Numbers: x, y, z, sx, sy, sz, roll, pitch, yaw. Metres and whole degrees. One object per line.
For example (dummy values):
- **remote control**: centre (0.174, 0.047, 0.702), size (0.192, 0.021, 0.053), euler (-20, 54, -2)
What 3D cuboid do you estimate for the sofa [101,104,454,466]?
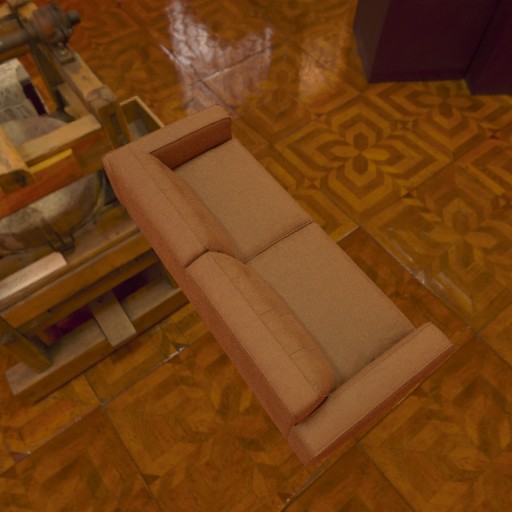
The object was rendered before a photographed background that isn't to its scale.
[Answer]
- **sofa**: centre (0.000, 0.000, 2.746), size (0.953, 0.780, 2.270), euler (-31, 64, -17)
